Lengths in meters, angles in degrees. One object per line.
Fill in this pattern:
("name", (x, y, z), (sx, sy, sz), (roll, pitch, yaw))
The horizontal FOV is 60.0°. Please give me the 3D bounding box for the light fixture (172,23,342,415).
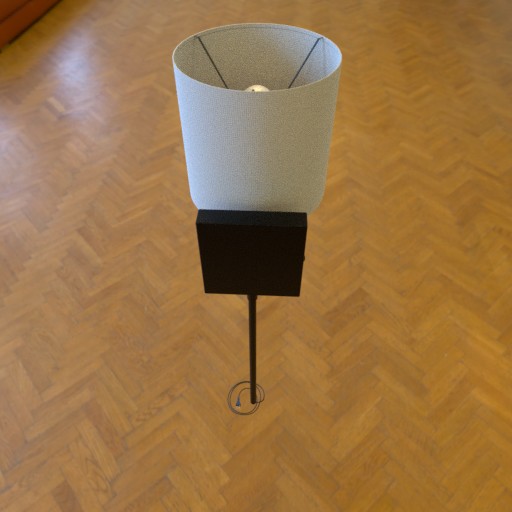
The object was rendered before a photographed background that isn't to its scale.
("light fixture", (0.000, 0.000, 0.685), (0.188, 0.589, 0.248), (2, 46, 2))
